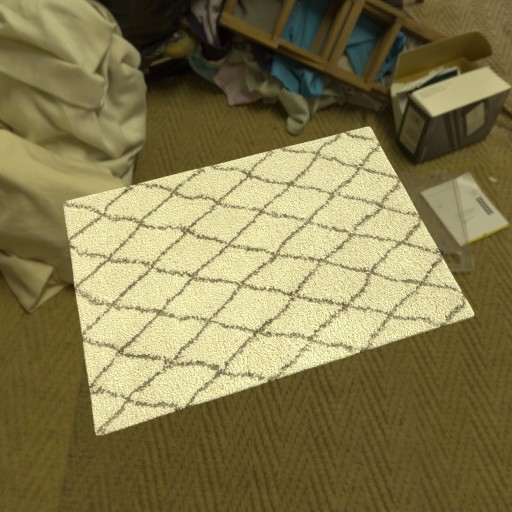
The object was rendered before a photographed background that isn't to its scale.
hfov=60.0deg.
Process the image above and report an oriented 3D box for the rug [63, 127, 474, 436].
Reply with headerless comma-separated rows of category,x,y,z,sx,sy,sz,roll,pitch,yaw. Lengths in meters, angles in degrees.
rug,0.000,0.000,2.225,1.778,0.030,1.219,-16,65,-8
